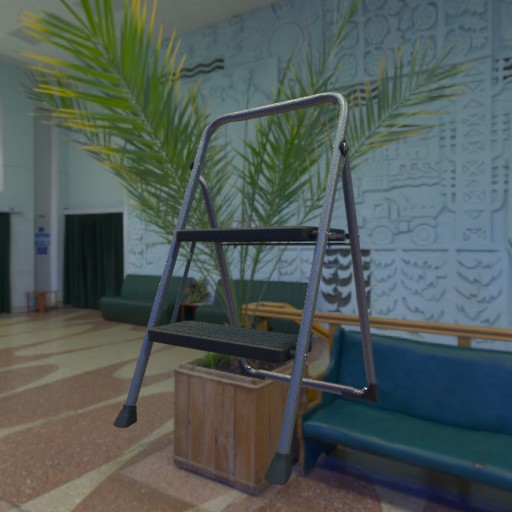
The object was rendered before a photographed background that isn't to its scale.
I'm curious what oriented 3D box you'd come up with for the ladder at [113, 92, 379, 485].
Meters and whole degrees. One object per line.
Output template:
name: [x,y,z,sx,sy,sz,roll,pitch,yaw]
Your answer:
ladder: [0.000,0.000,1.011,0.430,0.720,0.472,1,1,35]
